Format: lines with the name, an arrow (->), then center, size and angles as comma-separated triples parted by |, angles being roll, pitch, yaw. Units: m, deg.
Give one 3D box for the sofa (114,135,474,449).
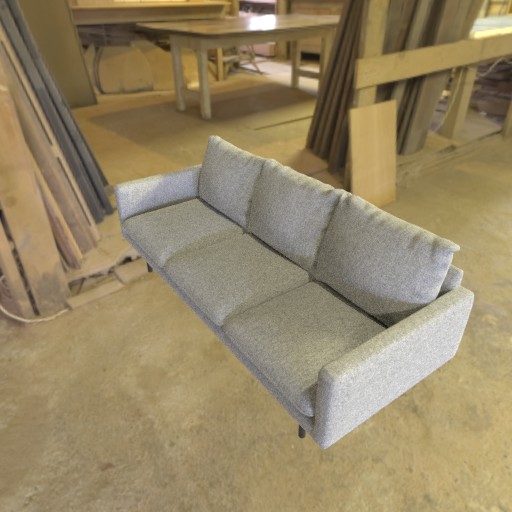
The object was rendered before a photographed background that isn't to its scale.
sofa -> 0.000, 0.000, 2.421 | 0.850, 0.830, 2.000 | -21, 38, -30
